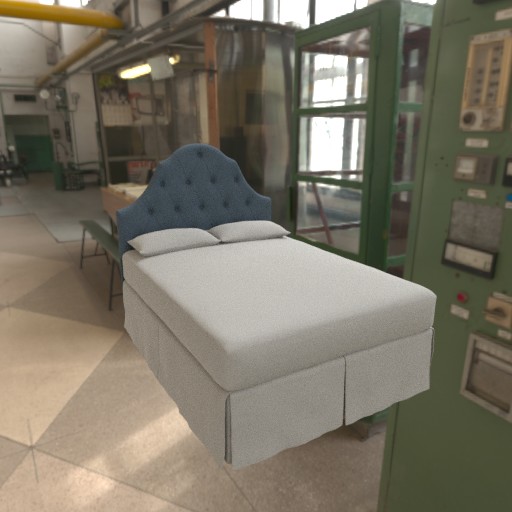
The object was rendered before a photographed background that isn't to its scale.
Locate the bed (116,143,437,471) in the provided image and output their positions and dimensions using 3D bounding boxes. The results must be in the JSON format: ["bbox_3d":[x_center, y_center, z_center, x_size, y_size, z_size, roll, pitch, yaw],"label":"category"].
[{"bbox_3d":[0.000,0.000,3.317,1.636,1.575,2.155,-9,18,-29],"label":"bed"}]
